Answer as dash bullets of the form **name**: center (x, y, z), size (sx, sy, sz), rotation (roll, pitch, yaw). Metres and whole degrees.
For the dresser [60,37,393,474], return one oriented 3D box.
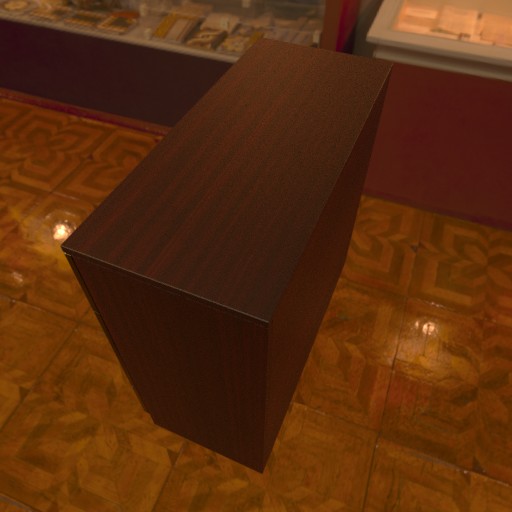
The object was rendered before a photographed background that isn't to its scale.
- **dresser**: center (0.000, 0.000, 1.109), size (0.360, 0.720, 0.750), rotation (18, 52, 15)
